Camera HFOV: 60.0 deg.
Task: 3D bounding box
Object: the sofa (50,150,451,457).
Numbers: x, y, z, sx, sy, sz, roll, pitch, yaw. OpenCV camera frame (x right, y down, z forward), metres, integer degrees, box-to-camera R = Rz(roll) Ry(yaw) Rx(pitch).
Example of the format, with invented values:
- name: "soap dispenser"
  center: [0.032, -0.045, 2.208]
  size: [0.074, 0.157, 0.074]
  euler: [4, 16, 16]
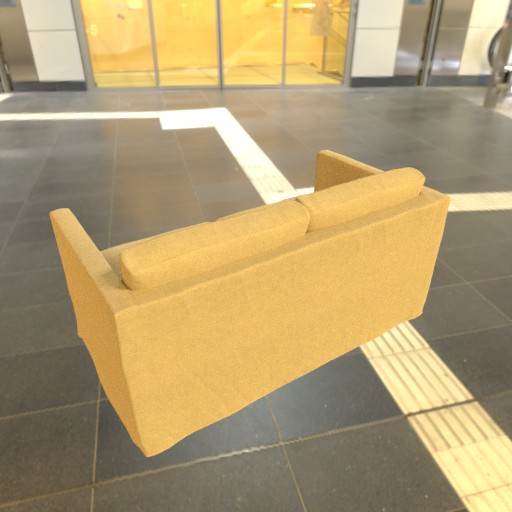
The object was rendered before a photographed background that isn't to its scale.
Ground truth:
- name: "sofa"
  center: [0.000, 0.000, 2.251]
  size: [1.719, 0.835, 0.962]
  euler: [-19, 35, -28]
